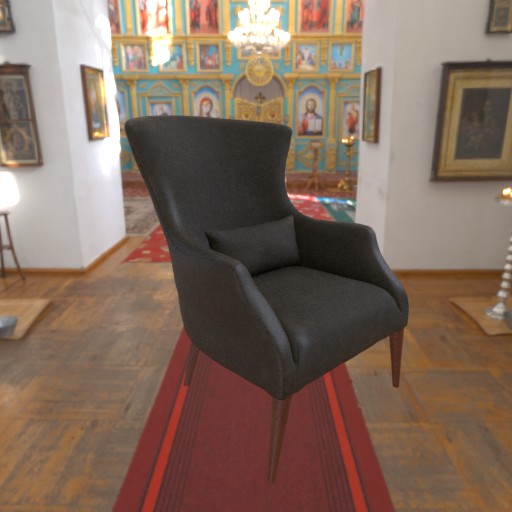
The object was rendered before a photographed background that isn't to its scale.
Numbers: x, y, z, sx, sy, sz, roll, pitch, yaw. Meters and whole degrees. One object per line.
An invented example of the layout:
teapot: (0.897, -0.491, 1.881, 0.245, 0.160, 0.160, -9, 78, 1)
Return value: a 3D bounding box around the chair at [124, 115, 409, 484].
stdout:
chair: (0.000, 0.000, 1.723, 0.819, 1.068, 0.954, -15, 21, -42)
